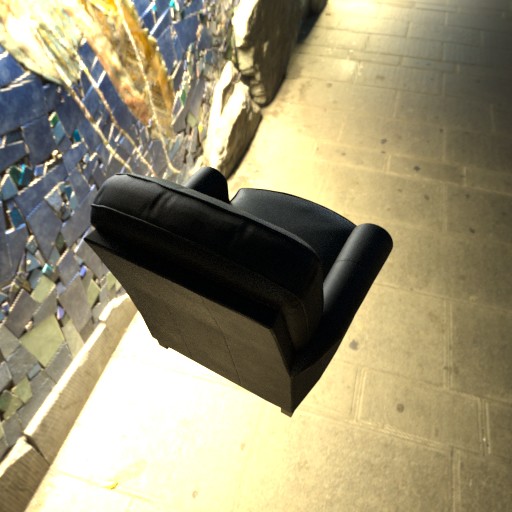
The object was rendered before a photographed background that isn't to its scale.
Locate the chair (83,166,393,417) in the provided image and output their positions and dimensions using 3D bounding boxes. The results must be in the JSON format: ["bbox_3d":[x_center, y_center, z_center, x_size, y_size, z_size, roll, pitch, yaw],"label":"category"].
[{"bbox_3d":[0.000,0.000,1.783,0.936,1.018,0.986,23,50,21],"label":"chair"}]
